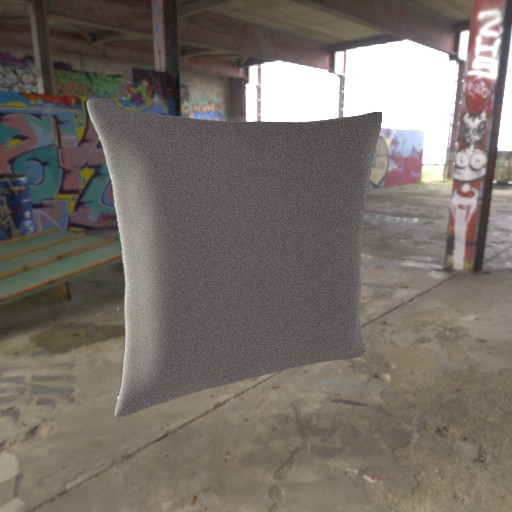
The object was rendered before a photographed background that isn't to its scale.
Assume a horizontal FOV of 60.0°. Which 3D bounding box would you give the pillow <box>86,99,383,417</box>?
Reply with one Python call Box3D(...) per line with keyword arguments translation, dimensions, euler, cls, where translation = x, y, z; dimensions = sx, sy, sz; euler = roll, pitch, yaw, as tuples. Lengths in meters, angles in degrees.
Box3D(translation=(0.000, 0.000, 0.790), dimensions=(0.525, 0.508, 0.166), euler=(-7, 16, -25), cls="pillow")
